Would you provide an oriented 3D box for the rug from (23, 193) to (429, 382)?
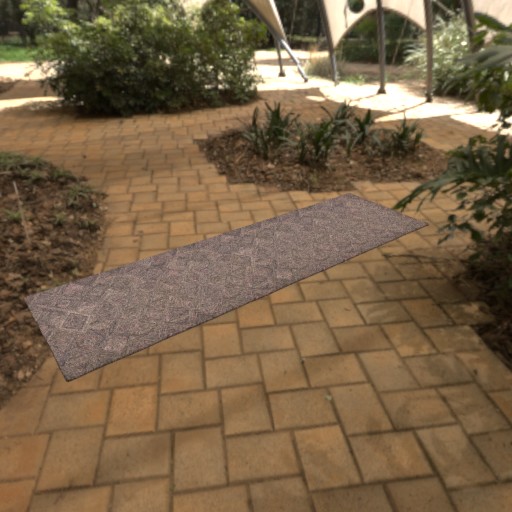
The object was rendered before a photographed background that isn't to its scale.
[{"bbox_3d":[0.000,0.000,2.499,2.296,0.011,0.691,-20,35,-32],"label":"rug"}]
